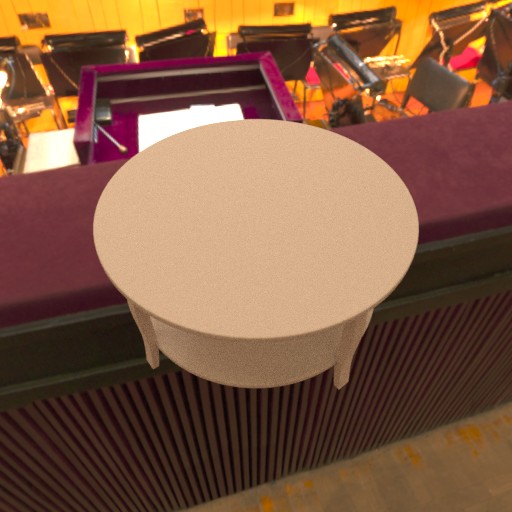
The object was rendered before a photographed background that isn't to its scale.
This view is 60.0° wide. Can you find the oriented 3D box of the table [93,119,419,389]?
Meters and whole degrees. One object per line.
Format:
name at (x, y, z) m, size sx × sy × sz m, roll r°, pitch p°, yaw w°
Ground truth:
table at (0.000, 0.000, 1.442) m, size 0.910 × 0.457 × 0.910 m, roll 0°, pitch 47°, yaw 0°
